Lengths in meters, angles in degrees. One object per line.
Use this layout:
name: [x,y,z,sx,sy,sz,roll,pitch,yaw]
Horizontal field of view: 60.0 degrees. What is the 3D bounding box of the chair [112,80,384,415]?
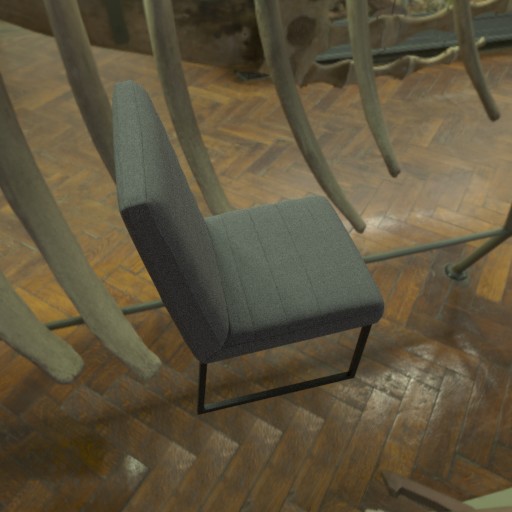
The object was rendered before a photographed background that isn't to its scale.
chair: [0.000,0.000,1.323,0.634,0.930,0.520,-10,48,-9]
